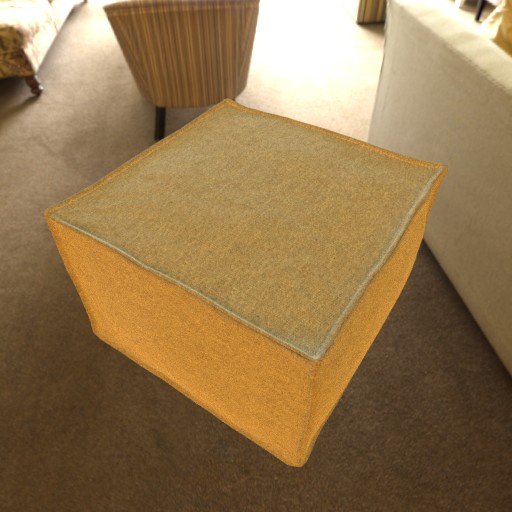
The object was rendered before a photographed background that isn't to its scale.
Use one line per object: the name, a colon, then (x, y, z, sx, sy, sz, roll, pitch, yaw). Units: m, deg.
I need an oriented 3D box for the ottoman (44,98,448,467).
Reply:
ottoman: (0.000, 0.000, 1.157, 0.707, 0.470, 0.696, 26, 51, 23)
